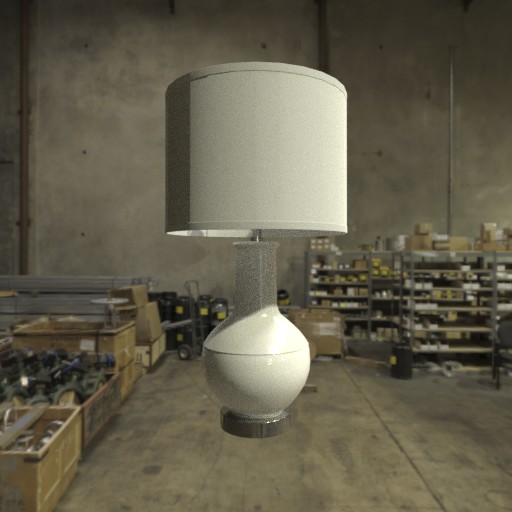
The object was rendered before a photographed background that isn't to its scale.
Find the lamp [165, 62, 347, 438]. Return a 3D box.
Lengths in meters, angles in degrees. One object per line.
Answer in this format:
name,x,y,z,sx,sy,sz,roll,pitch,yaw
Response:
lamp,0.000,0.000,0.886,0.357,0.673,0.357,0,0,0
